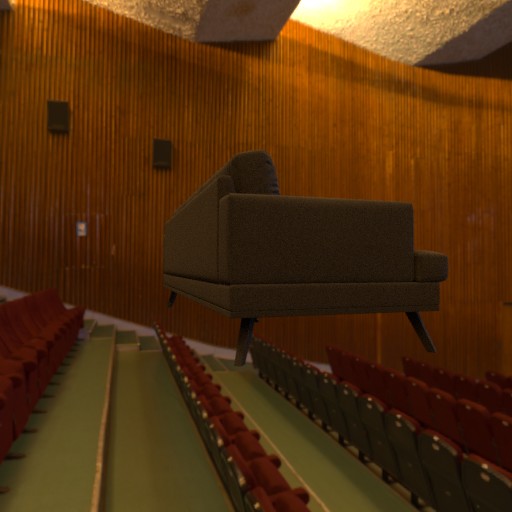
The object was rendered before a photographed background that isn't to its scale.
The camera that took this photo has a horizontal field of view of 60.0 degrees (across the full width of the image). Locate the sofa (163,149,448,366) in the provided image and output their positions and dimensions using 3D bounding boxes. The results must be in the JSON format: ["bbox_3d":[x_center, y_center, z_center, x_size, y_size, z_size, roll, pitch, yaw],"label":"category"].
[{"bbox_3d":[0.000,0.000,2.735,0.920,0.810,2.310,0,-1,-17],"label":"sofa"}]
